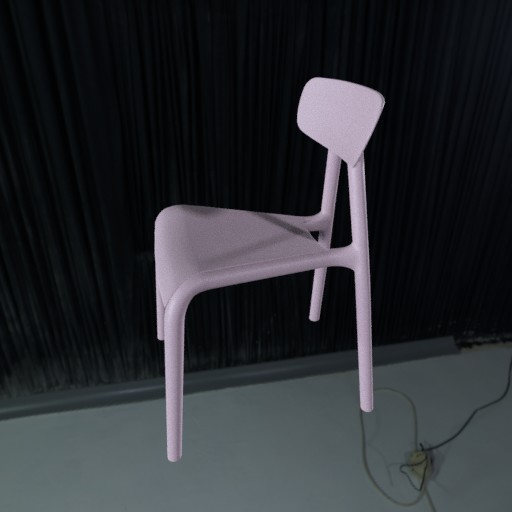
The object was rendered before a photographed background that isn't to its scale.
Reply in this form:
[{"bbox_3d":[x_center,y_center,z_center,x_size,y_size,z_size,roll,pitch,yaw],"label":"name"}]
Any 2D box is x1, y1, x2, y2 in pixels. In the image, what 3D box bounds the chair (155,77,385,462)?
[{"bbox_3d":[0.000,0.000,0.819,0.401,0.580,0.356,-7,30,-12],"label":"chair"}]
